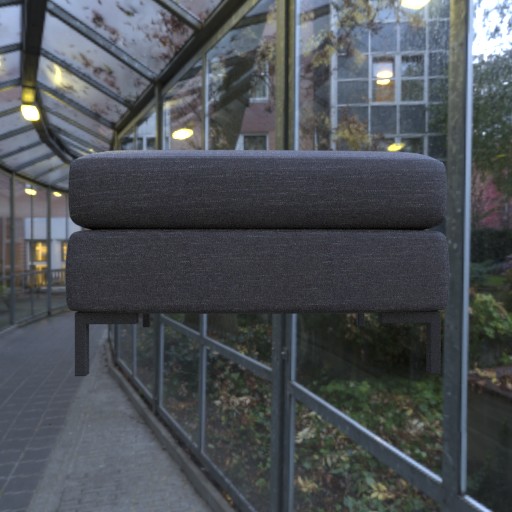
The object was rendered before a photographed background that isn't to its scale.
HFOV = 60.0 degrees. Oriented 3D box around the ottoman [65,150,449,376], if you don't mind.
[{"bbox_3d":[0.000,0.000,1.232,0.820,0.490,0.671,0,0,-1],"label":"ottoman"}]
